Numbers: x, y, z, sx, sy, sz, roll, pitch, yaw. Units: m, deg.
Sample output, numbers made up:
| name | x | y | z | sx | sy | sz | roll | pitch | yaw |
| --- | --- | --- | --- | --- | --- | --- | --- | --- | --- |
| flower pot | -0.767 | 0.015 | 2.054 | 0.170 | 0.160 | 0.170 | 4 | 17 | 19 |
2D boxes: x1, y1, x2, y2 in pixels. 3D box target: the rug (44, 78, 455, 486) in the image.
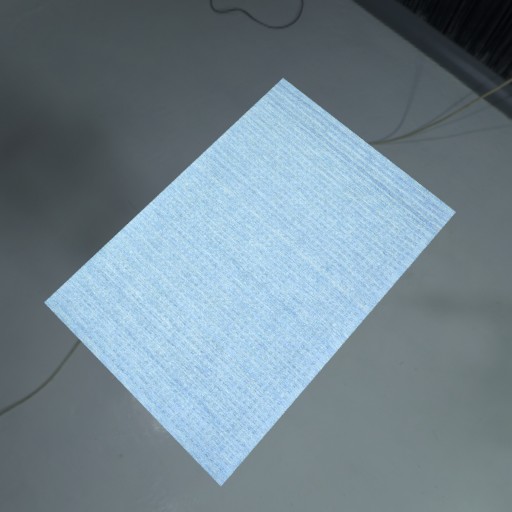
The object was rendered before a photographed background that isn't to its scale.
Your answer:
| name | x | y | z | sx | sy | sz | roll | pitch | yaw |
| --- | --- | --- | --- | --- | --- | --- | --- | --- | --- |
| rug | 0.000 | 0.000 | 3.689 | 1.982 | 0.006 | 2.895 | 42 | 78 | 11 |
